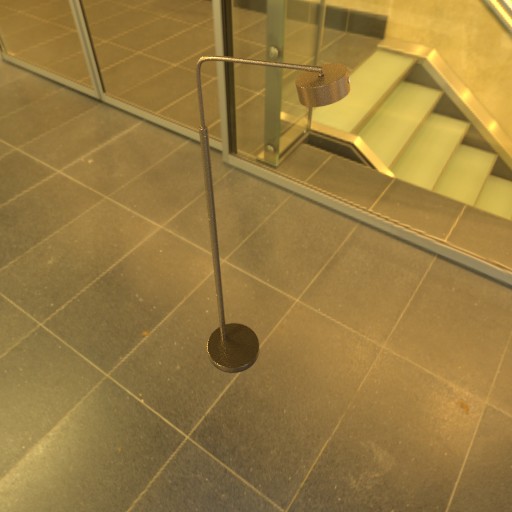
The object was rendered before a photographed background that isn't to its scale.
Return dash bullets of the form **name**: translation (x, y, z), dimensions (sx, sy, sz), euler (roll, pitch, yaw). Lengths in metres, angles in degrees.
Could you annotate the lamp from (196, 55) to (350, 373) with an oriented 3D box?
- **lamp**: translation (0.000, 0.000, 1.422), dimensions (0.418, 1.230, 0.219), euler (12, 48, 11)
